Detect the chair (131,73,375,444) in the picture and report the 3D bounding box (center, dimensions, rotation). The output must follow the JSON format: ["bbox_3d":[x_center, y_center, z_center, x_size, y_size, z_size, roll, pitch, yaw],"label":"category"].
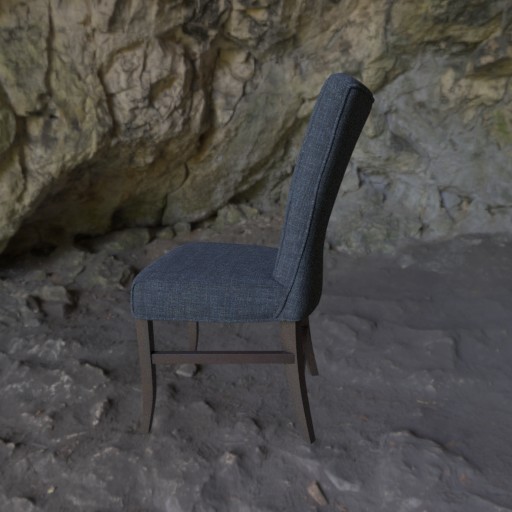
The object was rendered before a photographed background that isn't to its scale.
[{"bbox_3d":[0.000,0.000,1.382,0.660,0.991,0.520,2,14,9],"label":"chair"}]
